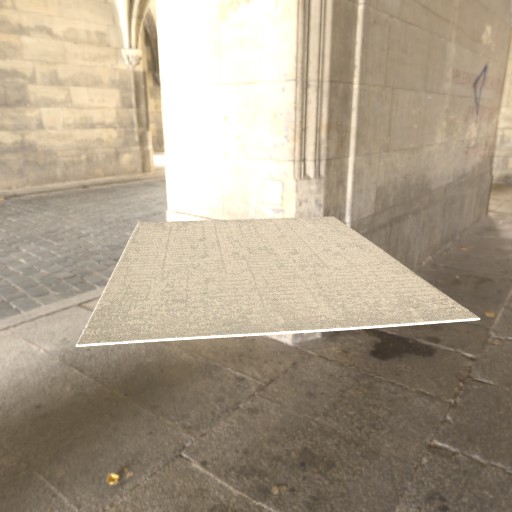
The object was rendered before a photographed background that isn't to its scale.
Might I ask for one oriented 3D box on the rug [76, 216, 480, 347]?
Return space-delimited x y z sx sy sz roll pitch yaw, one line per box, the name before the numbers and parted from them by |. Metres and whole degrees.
rug | 0.000 0.000 4.055 2.447 0.014 3.061 -2 17 -8
